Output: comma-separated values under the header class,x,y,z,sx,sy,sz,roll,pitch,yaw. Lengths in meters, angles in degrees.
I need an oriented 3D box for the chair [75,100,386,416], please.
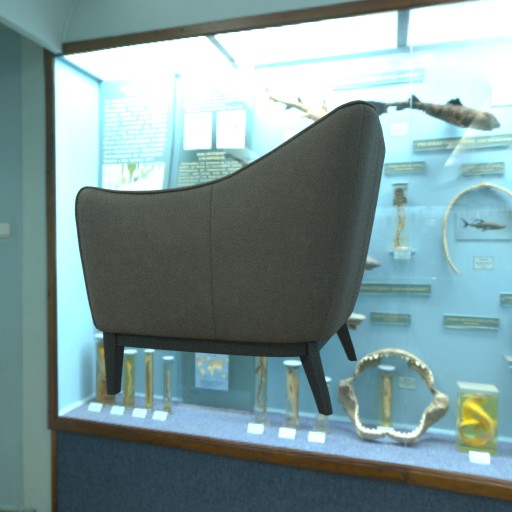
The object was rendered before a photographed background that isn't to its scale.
class,x,y,z,sx,sy,sz,roll,pitch,yaw
chair,0.000,0.000,1.553,0.852,0.830,0.871,0,1,19
